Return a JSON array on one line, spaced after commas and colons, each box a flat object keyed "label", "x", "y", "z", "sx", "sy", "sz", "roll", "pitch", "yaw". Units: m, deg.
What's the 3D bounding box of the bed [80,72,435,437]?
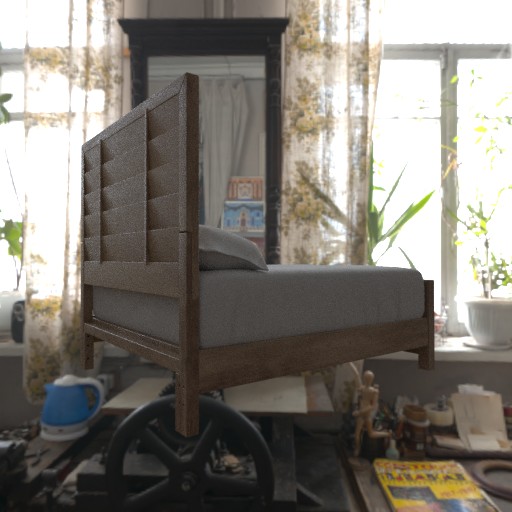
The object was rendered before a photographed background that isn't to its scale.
[{"label": "bed", "x": 0.000, "y": 0.000, "z": 3.224, "sx": 2.017, "sy": 1.631, "sz": 1.615, "roll": 0, "pitch": 0, "yaw": -37}]
